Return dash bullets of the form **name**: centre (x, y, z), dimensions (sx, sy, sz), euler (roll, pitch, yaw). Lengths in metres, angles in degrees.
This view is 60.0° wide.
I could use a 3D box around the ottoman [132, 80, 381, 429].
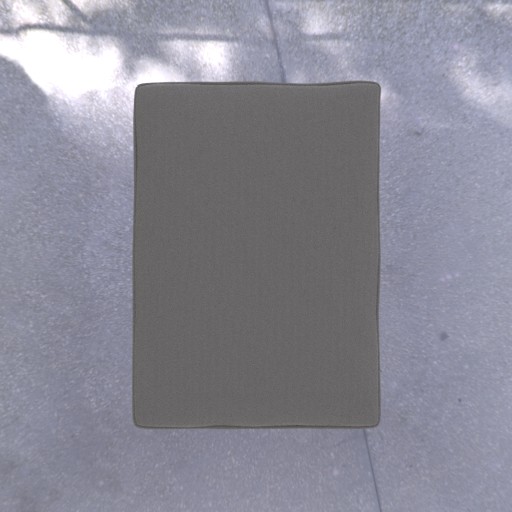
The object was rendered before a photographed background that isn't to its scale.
- **ottoman**: centre (0.000, 0.000, 1.336), dimensions (0.703, 0.479, 0.944), euler (0, 89, 0)
